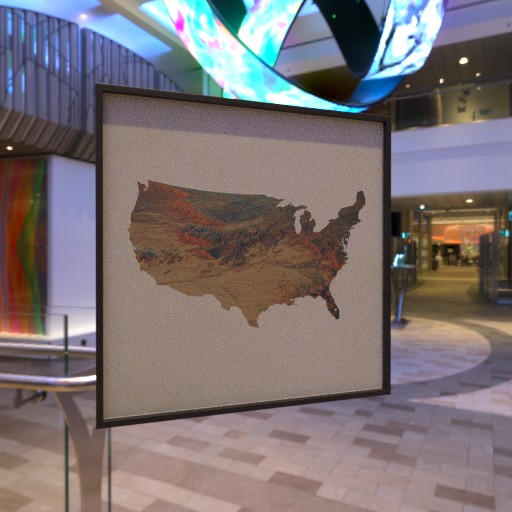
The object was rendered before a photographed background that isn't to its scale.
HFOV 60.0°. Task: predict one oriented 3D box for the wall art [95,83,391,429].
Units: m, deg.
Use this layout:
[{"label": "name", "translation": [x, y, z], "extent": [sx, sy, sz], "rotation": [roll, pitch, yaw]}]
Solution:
[{"label": "wall art", "translation": [0.000, 0.000, 0.746], "extent": [0.507, 0.507, 0.038], "rotation": [0, 0, -18]}]
